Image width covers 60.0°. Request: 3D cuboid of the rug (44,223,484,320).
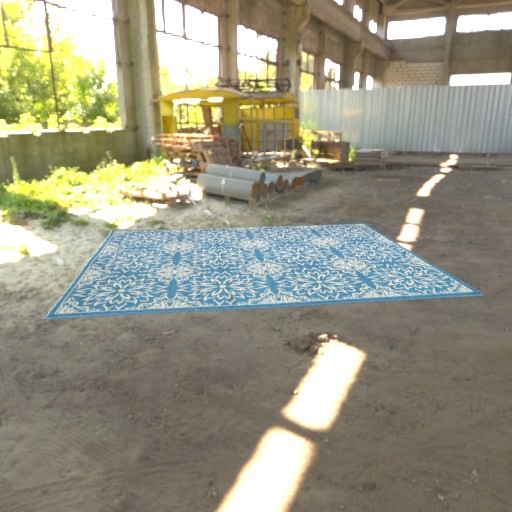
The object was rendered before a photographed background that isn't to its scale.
[{"bbox_3d":[0.000,0.000,4.045,2.964,0.018,2.350,-2,17,-7],"label":"rug"}]
